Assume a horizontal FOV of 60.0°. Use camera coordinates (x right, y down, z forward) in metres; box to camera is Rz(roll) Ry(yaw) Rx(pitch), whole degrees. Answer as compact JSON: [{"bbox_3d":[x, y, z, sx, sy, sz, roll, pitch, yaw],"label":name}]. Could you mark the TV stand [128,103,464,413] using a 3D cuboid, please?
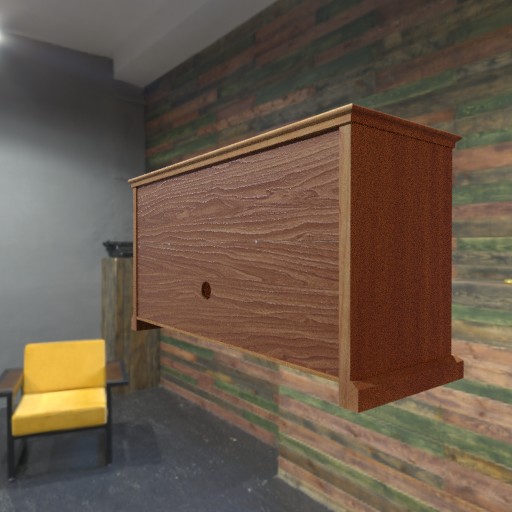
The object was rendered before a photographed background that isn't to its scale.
[{"bbox_3d":[0.000,0.000,1.457,0.417,0.607,1.181,0,1,-37],"label":"TV stand"}]
